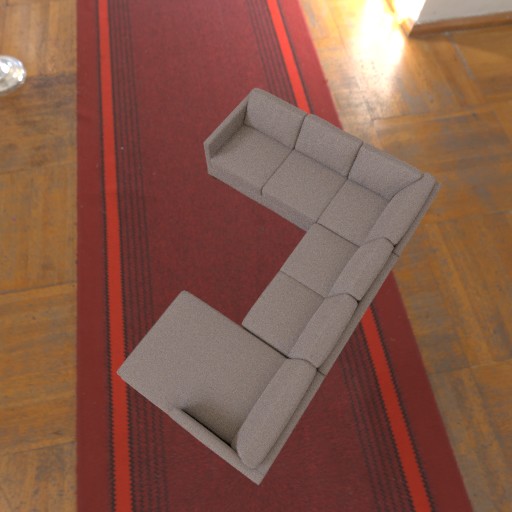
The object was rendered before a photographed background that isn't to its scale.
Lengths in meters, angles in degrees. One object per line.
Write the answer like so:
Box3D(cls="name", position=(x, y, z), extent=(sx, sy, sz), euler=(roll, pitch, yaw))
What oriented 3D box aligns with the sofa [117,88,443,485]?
Box3D(cls="sofa", position=(0.000, 0.000, 4.559), extent=(2.424, 0.865, 3.438), euler=(32, 69, 14))
